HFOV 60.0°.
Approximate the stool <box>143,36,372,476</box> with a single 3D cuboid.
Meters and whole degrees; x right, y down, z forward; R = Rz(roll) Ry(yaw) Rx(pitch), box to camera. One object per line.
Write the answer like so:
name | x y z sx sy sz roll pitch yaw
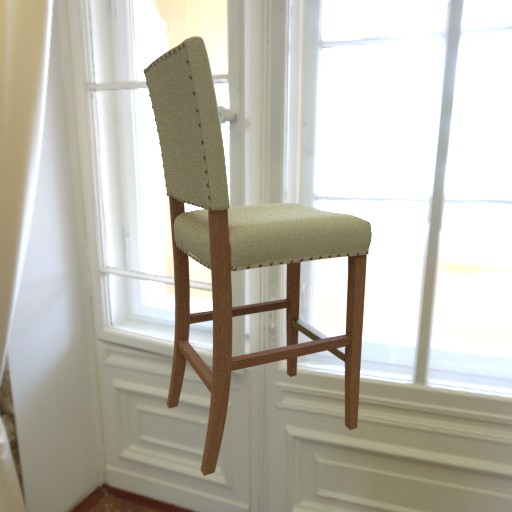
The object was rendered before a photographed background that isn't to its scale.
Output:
stool | 0.000 0.000 1.431 0.584 1.168 0.445 -7 15 -25
